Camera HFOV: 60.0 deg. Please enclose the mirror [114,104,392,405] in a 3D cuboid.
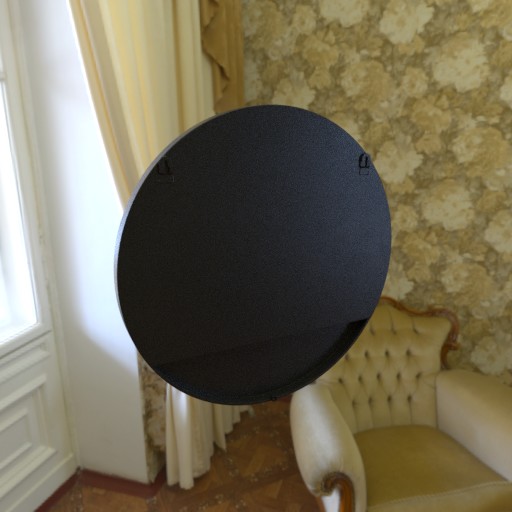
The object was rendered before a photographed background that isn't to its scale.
[{"bbox_3d":[0.000,0.000,0.717,0.457,0.457,0.133,-7,16,-26],"label":"mirror"}]
